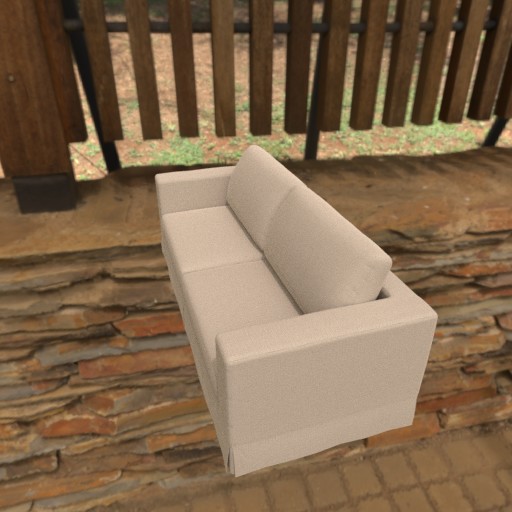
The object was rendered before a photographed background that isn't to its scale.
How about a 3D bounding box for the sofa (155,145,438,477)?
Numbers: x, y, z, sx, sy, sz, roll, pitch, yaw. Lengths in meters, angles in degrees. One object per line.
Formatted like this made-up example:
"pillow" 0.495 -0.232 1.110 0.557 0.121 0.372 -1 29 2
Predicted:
"sofa" 0.000 0.000 2.717 0.954 0.881 2.163 -9 31 -16
